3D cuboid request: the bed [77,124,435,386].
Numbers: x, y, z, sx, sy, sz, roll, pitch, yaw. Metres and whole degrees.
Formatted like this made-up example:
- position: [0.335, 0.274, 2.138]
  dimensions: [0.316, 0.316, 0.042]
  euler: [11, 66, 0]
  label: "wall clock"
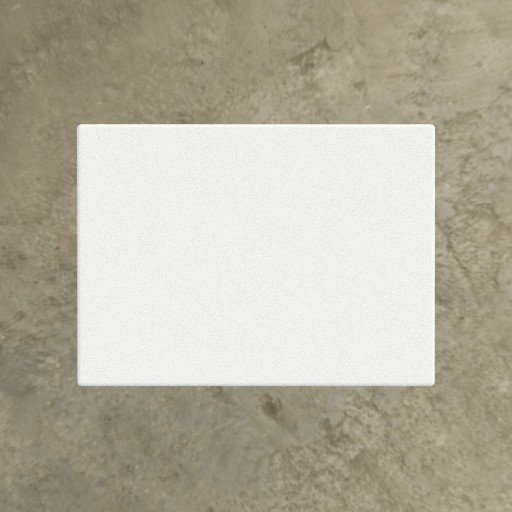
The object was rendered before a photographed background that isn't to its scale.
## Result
- position: [0.000, 0.000, 2.813]
  dimensions: [2.050, 0.593, 1.529]
  euler: [0, 90, 0]
  label: "bed"
